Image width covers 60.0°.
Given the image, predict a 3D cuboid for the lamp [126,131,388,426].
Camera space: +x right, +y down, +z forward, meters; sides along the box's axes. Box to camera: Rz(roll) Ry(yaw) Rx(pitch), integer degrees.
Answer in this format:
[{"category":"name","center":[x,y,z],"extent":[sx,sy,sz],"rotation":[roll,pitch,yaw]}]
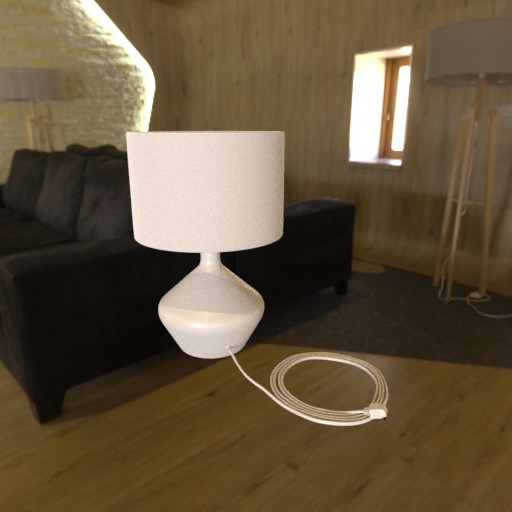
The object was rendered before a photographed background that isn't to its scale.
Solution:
[{"category":"lamp","center":[0.000,0.000,0.849],"extent":[0.401,0.457,0.546],"rotation":[-8,18,-25]}]
